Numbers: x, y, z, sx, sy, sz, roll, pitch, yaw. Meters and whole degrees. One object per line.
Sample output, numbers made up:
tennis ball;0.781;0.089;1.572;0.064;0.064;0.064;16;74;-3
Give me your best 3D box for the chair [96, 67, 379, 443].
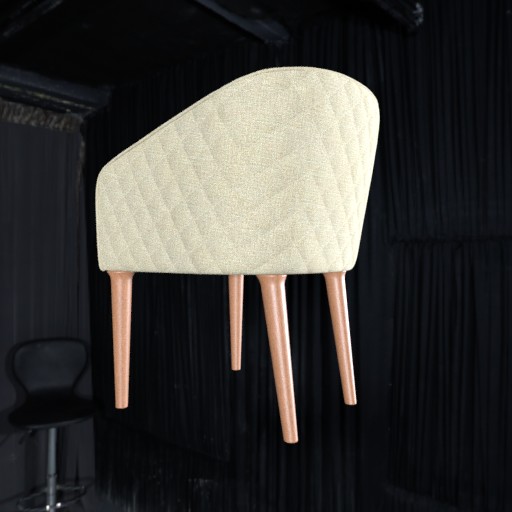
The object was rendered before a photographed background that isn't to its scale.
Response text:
chair;0.000;0.000;1.173;0.616;0.775;0.584;0;1;37
